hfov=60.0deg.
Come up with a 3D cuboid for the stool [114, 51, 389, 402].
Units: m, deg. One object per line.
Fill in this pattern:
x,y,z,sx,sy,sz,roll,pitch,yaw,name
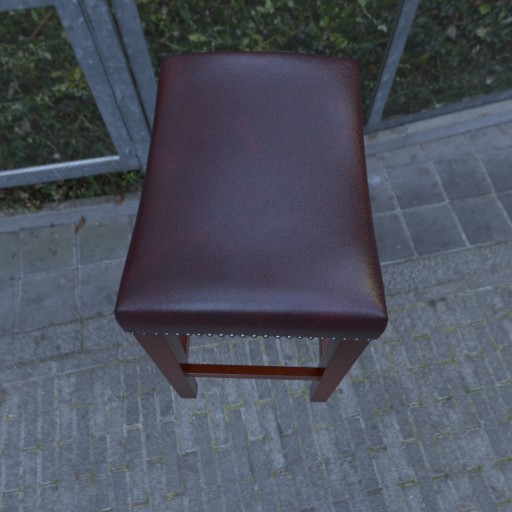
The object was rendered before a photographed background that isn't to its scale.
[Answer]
0.000,0.000,0.947,0.372,0.657,0.504,1,62,1,stool
